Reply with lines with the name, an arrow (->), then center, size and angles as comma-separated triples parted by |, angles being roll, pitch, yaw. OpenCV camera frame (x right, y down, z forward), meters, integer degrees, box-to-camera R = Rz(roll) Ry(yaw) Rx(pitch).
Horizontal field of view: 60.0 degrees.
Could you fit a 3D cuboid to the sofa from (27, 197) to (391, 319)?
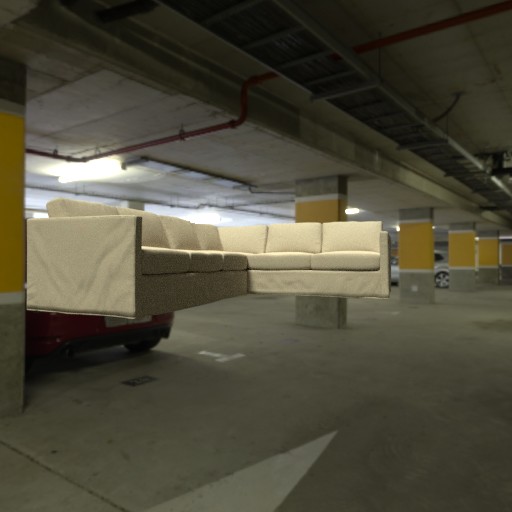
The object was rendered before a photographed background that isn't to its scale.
sofa -> 0.000, 0.000, 4.295 | 2.432, 0.871, 3.182 | 0, -1, 19
